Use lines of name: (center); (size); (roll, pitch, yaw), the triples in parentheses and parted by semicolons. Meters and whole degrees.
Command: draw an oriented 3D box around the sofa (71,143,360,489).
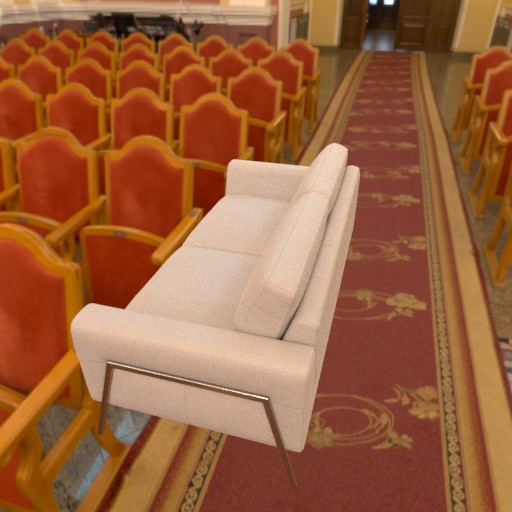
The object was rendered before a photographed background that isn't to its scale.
sofa: (0.000, 0.000, 2.504); (0.953, 0.875, 2.017); (9, 32, 14)
